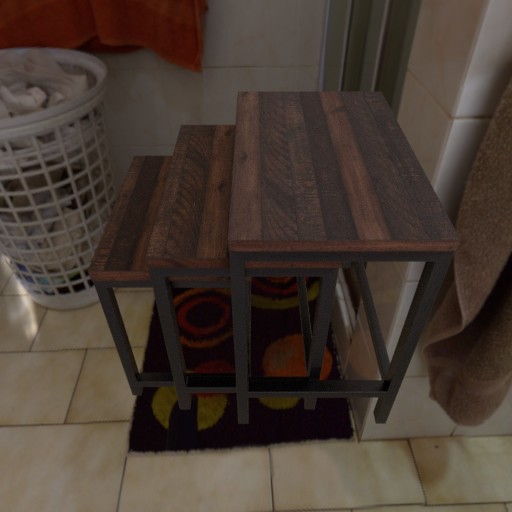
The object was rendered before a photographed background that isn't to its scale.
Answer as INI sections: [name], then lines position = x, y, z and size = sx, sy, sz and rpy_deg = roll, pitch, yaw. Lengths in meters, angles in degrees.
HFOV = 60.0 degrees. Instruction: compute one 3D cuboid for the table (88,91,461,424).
[table]
position = 0.000, 0.000, 1.144
size = 0.660, 0.616, 0.608
rpy_deg = 0, 42, 0
